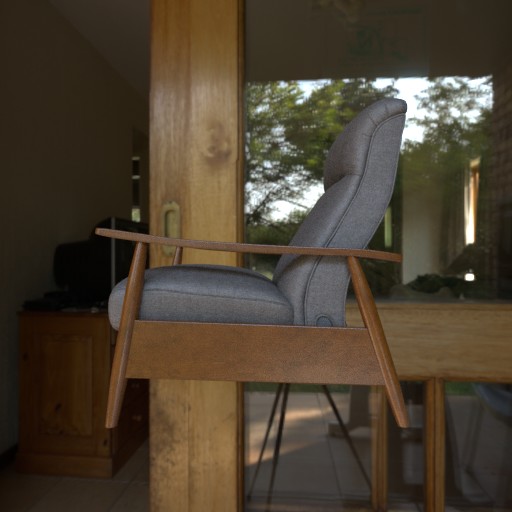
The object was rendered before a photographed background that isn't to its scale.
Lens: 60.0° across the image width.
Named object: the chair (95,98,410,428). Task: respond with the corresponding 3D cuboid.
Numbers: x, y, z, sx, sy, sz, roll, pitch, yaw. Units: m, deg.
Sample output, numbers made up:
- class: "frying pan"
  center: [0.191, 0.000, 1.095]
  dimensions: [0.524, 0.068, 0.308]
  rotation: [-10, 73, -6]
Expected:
- class: "chair"
  center: [0.000, 0.000, 1.762]
  dimensions: [1.014, 1.081, 0.762]
  rotation: [0, 0, 0]
